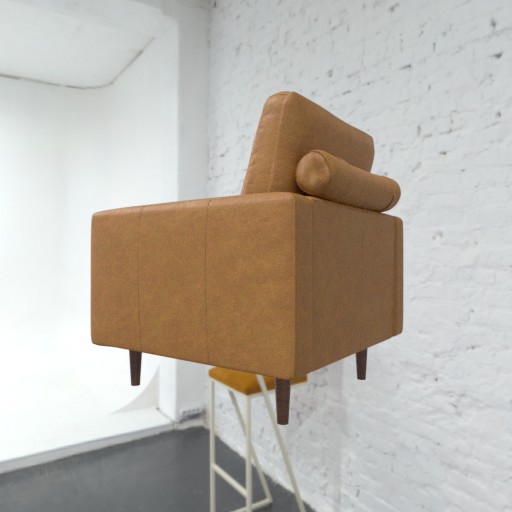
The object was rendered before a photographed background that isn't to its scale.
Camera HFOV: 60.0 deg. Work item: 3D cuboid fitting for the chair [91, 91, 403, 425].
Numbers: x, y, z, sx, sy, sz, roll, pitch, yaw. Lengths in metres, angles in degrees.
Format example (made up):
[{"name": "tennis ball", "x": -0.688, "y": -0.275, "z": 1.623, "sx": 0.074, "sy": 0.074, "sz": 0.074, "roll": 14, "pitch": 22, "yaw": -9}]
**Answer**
[{"name": "chair", "x": 0.000, "y": 0.000, "z": 1.571, "sx": 0.868, "sy": 0.896, "sz": 0.831, "roll": 0, "pitch": 0, "yaw": 36}]
